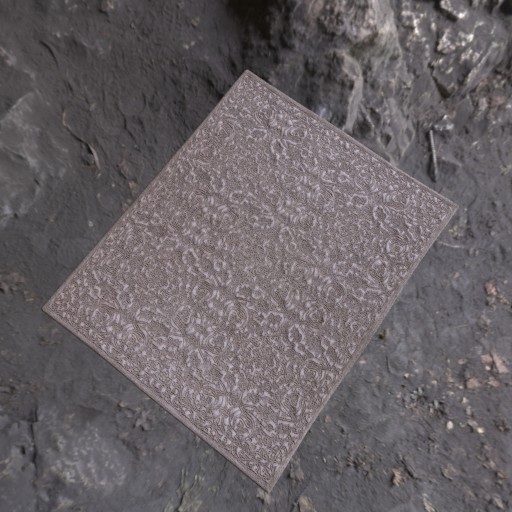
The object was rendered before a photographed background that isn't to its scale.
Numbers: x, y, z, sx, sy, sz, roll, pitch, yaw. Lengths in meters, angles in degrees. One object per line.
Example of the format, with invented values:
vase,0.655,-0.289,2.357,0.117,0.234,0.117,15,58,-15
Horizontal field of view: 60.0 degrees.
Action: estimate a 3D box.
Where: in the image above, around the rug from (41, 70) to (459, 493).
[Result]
rug,0.000,0.000,3.992,2.472,0.035,3.017,36,78,8
